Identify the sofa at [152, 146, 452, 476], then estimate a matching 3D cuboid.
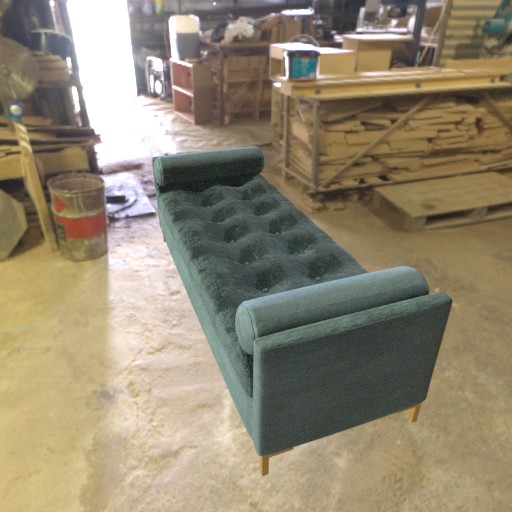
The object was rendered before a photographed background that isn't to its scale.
[{"bbox_3d":[0.000,0.000,2.490,0.796,0.705,2.102,-11,32,-18],"label":"sofa"}]
